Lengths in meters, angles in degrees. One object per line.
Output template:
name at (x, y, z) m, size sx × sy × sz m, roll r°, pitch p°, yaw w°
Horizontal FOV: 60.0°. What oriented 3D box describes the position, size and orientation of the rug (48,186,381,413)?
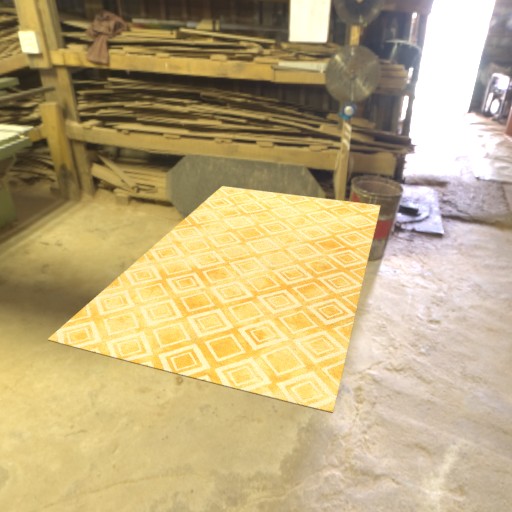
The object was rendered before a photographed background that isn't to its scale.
rug at (0.000, 0.000, 3.115) m, size 1.511 × 0.010 × 2.424 m, roll 9°, pitch 31°, yaw 16°
